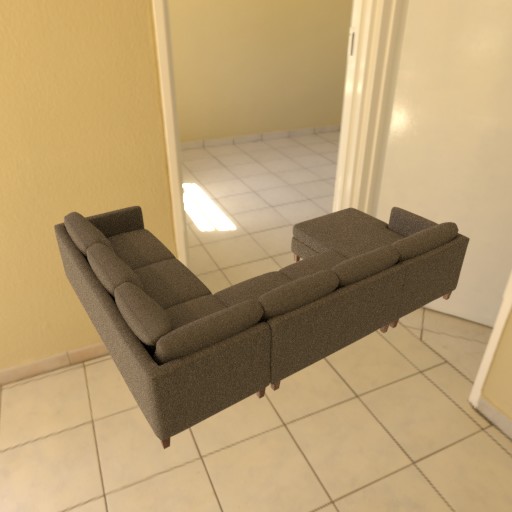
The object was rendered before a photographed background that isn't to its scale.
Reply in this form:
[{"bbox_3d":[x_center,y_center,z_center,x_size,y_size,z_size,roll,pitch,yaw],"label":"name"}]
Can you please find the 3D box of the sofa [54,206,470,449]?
[{"bbox_3d":[0.000,0.000,4.442,3.238,0.853,2.551,-19,35,-29],"label":"sofa"}]
